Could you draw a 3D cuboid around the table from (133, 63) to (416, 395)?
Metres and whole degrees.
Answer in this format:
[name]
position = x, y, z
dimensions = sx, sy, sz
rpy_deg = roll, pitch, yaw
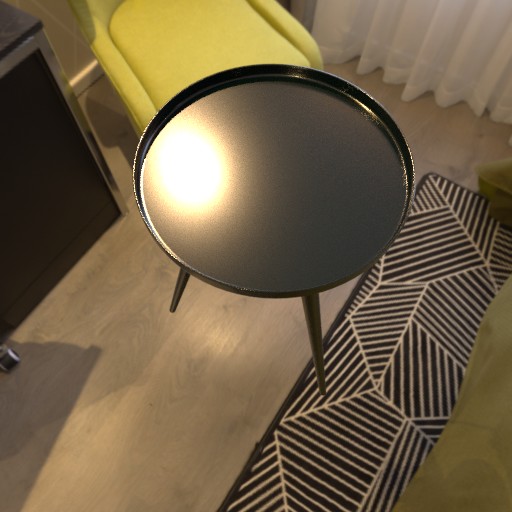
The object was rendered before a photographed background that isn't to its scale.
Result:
[table]
position = 0.000, 0.000, 0.826
dimensions = 0.415, 0.548, 0.403
rpy_deg = 2, 64, 1
